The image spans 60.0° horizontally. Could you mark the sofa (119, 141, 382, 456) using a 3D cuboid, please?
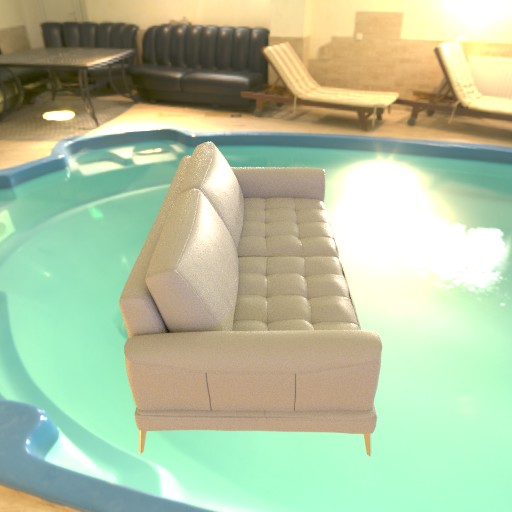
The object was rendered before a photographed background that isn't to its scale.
[{"bbox_3d":[0.000,0.000,2.749,1.121,0.930,2.177,0,32,0],"label":"sofa"}]
